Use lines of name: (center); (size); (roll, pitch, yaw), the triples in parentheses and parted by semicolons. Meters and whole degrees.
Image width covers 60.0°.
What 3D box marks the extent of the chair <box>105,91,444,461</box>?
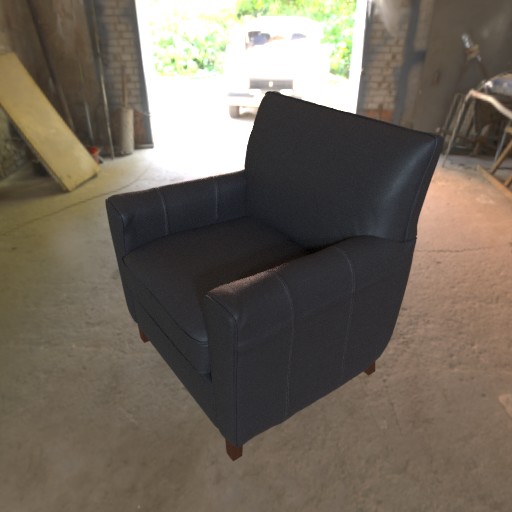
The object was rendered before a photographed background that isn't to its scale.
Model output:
chair: (0.000, 0.000, 1.606); (0.825, 0.943, 0.870); (-21, 37, -30)
